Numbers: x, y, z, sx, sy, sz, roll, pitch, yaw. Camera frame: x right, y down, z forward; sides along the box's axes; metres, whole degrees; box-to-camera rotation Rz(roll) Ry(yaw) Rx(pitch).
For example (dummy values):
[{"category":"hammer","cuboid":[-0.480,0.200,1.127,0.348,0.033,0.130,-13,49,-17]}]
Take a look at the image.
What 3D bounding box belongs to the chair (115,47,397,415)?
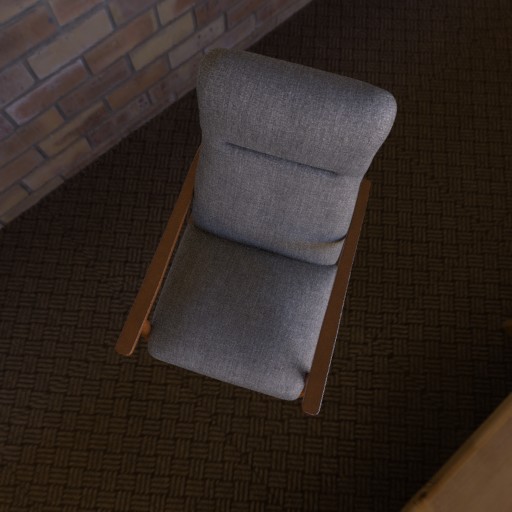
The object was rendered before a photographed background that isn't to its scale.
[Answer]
[{"category":"chair","cuboid":[0.000,0.000,1.783,0.762,1.082,1.030,16,75,4]}]
